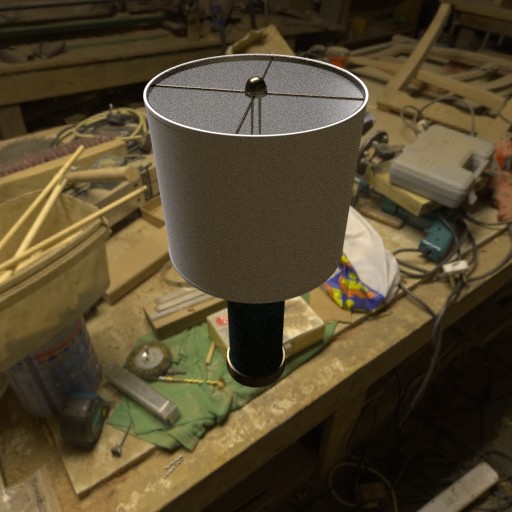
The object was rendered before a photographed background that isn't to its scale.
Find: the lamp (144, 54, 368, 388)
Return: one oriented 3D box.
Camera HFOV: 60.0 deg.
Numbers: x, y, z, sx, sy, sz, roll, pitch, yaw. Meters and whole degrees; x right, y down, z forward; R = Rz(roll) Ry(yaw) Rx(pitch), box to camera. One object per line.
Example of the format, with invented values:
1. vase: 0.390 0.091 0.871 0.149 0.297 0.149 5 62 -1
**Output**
1. lamp: 0.000 0.000 0.798 0.301 0.630 0.301 -24 46 -26
